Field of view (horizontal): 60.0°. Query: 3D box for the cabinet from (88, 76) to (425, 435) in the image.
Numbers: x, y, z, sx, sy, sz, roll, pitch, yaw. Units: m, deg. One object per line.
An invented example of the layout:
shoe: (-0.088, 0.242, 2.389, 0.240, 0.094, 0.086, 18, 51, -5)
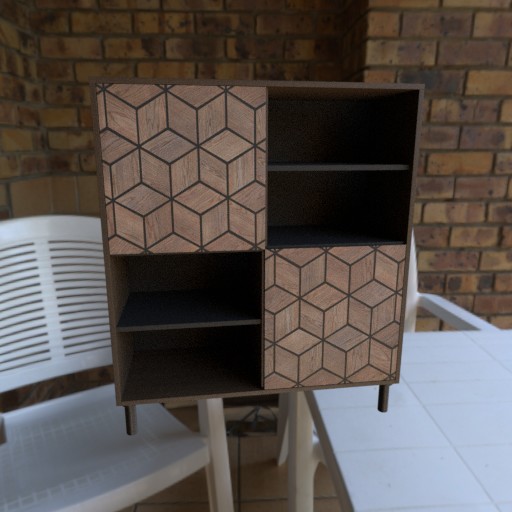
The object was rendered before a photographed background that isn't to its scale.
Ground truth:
cabinet: (0.000, 0.000, 1.646, 1.010, 1.170, 0.400, -2, 14, -8)
